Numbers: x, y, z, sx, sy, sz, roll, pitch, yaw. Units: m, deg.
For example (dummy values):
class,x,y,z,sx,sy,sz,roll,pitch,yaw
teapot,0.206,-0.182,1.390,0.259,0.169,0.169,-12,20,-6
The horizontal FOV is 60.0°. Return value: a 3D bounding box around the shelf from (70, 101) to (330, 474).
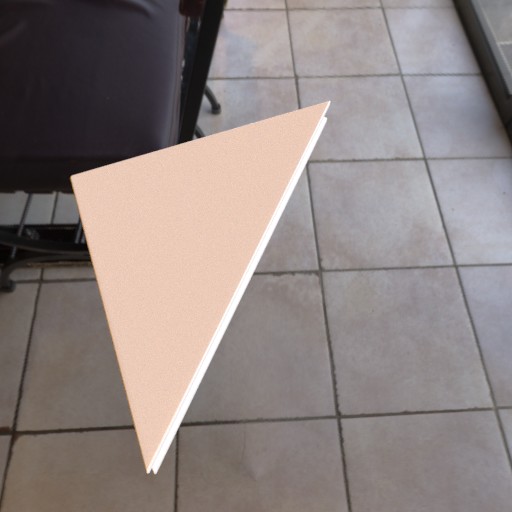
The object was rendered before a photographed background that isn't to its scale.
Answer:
class,x,y,z,sx,sy,sz,roll,pitch,yaw
shelf,0.000,0.000,0.433,0.296,0.035,0.296,-19,65,-10
